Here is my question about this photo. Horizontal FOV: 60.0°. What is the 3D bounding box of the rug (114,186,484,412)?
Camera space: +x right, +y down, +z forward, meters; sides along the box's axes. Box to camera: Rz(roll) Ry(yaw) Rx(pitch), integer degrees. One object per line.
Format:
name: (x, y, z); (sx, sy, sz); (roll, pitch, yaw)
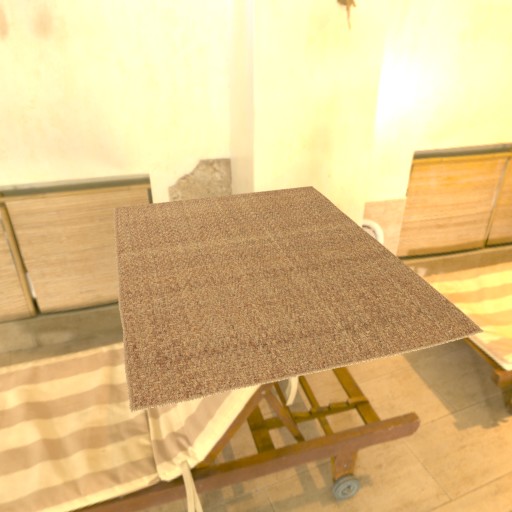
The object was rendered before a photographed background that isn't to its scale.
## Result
rug: (0.000, 0.000, 4.026); (2.439, 0.013, 3.048); (-9, 30, -15)
